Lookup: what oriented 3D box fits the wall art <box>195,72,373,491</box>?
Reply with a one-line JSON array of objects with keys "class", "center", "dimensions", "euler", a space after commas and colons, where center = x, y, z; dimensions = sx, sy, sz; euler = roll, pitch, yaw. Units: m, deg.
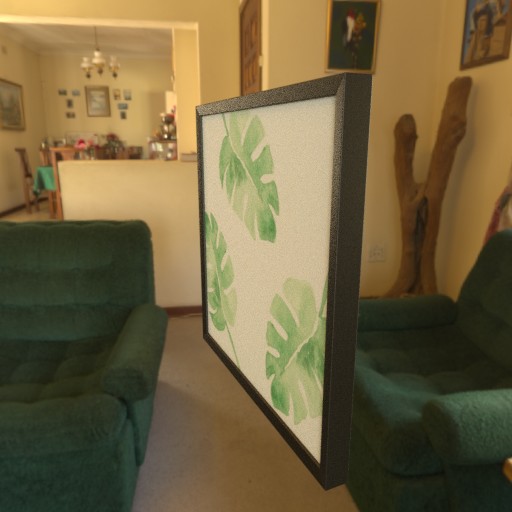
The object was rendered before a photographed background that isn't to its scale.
[{"class": "wall art", "center": [0.000, 0.000, 0.741], "dimensions": [0.036, 0.508, 0.508], "euler": [-7, 16, -24]}]
